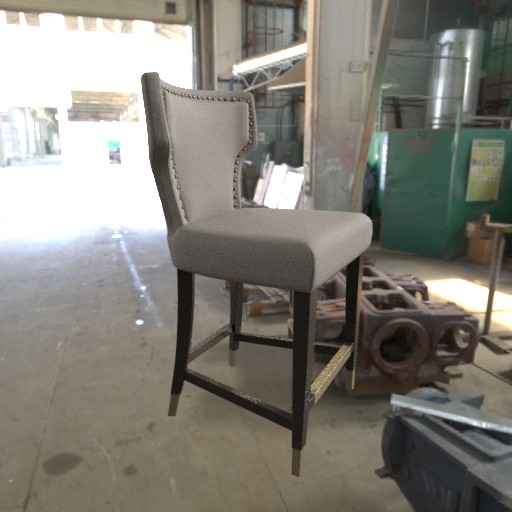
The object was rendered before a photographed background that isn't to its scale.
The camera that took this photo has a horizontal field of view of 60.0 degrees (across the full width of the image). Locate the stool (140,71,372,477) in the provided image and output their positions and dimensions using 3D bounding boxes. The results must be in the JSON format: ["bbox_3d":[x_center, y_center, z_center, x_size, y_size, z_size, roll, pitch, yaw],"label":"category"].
[{"bbox_3d":[0.000,0.000,1.316,0.563,0.982,0.527,7,16,27],"label":"stool"}]
